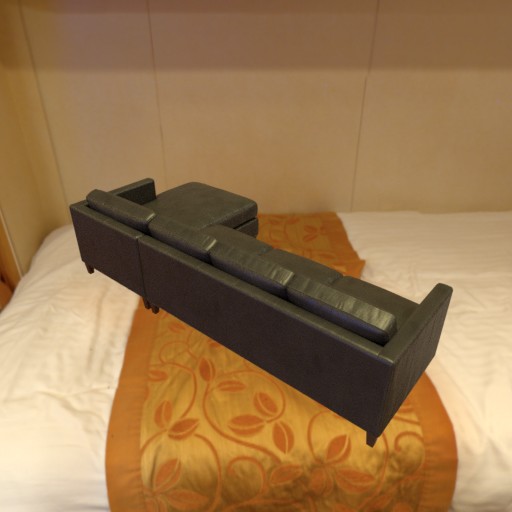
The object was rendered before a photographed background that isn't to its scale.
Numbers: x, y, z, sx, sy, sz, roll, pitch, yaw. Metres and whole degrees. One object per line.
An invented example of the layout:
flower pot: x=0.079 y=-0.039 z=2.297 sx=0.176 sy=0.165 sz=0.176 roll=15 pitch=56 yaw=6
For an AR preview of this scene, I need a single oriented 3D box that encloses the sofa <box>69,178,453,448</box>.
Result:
sofa: x=0.000 y=0.000 z=3.887 sx=3.203 sy=0.883 sz=1.581 roll=23 pitch=38 yaw=33
